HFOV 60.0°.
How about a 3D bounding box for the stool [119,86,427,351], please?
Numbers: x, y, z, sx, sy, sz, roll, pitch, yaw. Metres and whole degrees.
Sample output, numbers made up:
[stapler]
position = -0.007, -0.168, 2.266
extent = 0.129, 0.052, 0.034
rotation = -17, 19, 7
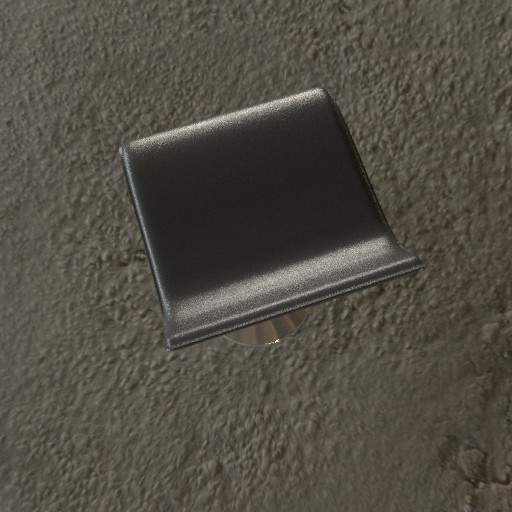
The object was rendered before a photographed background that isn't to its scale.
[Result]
[stool]
position = 0.000, 0.000, 1.042
extent = 0.381, 0.851, 0.381
rotation = -18, 76, -4
